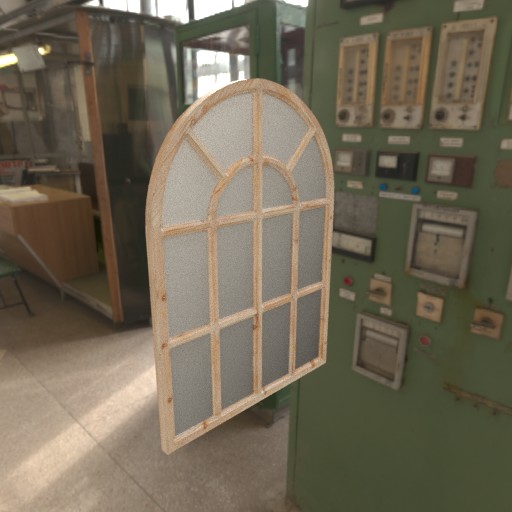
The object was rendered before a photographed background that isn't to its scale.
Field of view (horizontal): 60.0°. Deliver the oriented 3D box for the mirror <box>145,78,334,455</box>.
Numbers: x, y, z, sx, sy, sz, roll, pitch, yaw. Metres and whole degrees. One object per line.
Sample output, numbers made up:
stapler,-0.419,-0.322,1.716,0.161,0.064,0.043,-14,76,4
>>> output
mirror,0.000,0.000,1.235,0.660,0.920,0.032,-15,22,-42
